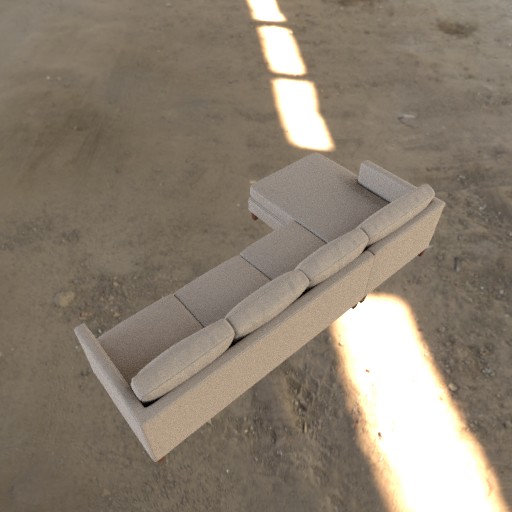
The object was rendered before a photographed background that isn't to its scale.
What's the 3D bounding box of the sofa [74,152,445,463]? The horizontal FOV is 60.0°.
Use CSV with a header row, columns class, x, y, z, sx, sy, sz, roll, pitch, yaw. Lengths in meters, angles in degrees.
class,x,y,z,sx,sy,sz,roll,pitch,yaw
sofa,0.000,0.000,3.912,3.186,0.846,1.625,-32,54,-27
